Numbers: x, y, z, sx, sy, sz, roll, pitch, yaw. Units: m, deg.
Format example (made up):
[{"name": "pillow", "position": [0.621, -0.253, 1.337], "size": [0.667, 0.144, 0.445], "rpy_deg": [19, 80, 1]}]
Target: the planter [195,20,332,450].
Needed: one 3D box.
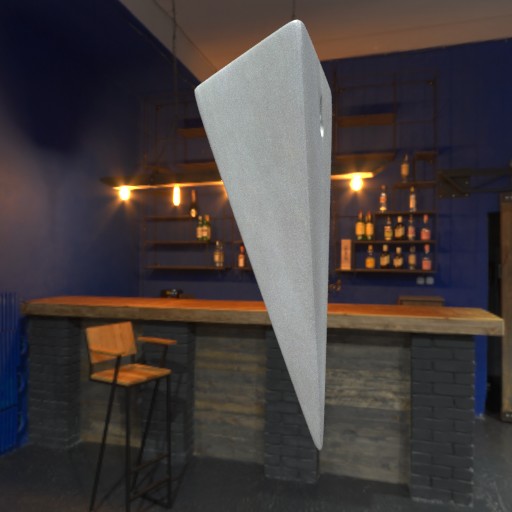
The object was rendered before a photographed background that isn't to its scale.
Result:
[{"name": "planter", "position": [0.000, 0.000, 0.155], "size": [0.047, 0.130, 0.058], "rpy_deg": [0, 0, 18]}]
